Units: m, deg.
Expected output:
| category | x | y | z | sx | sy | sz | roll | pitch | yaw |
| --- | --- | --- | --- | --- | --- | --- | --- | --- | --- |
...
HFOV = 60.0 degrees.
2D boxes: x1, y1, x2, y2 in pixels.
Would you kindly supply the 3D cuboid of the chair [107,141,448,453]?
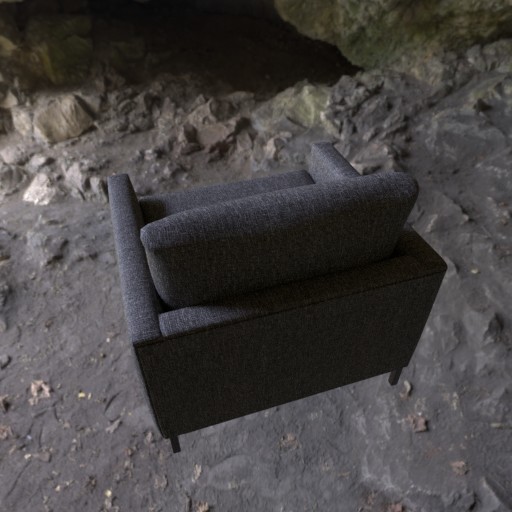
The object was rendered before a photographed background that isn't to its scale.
| category | x | y | z | sx | sy | sz | roll | pitch | yaw |
| --- | --- | --- | --- | --- | --- | --- | --- | --- | --- |
| chair | 0.000 | 0.000 | 1.633 | 0.963 | 0.861 | 0.866 | -12 | 43 | -14 |
